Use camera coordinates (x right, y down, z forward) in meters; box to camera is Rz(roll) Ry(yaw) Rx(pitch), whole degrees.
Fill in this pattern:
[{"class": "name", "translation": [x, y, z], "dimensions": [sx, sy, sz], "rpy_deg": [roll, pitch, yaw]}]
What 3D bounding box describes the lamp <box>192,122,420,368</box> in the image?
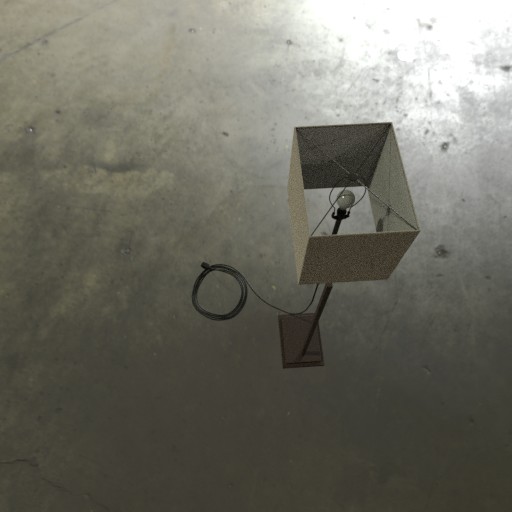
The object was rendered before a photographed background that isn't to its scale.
[{"class": "lamp", "translation": [0.000, 0.000, 1.959], "dimensions": [0.774, 1.600, 0.698], "rpy_deg": [-3, 64, -2]}]
